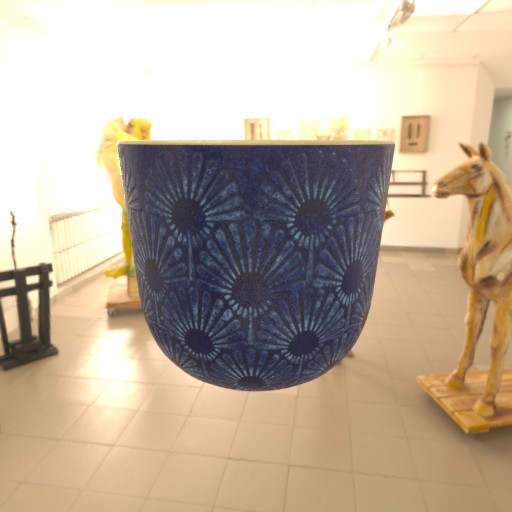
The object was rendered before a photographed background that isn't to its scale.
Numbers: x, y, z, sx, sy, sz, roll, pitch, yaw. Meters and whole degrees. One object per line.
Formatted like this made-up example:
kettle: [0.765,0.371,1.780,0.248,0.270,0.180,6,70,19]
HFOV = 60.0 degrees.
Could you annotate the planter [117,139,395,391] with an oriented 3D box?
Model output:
planter: [0.000,0.000,0.301,0.170,0.153,0.170,0,15,0]
